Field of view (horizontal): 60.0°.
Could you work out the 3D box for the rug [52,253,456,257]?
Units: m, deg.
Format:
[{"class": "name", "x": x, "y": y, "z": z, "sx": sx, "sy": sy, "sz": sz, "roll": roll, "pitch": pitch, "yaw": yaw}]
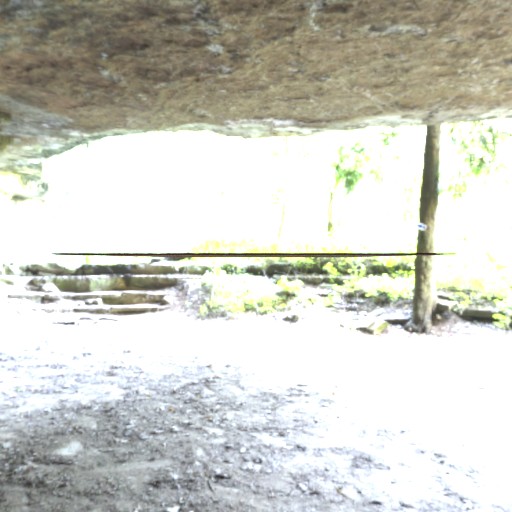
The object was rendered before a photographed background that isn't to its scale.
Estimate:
[{"class": "rug", "x": 0.000, "y": 0.000, "z": 4.131, "sx": 2.387, "sy": 0.013, "sz": 3.053, "roll": 0, "pitch": 0, "yaw": 1}]
